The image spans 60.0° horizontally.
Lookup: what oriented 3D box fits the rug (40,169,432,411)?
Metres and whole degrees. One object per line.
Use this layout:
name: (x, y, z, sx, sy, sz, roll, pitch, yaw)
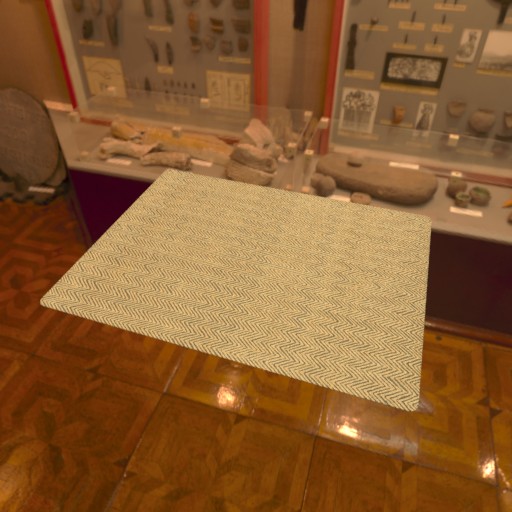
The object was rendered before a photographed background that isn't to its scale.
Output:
rug: (0.000, 0.000, 4.340, 3.207, 0.014, 2.439, 13, 43, 14)
